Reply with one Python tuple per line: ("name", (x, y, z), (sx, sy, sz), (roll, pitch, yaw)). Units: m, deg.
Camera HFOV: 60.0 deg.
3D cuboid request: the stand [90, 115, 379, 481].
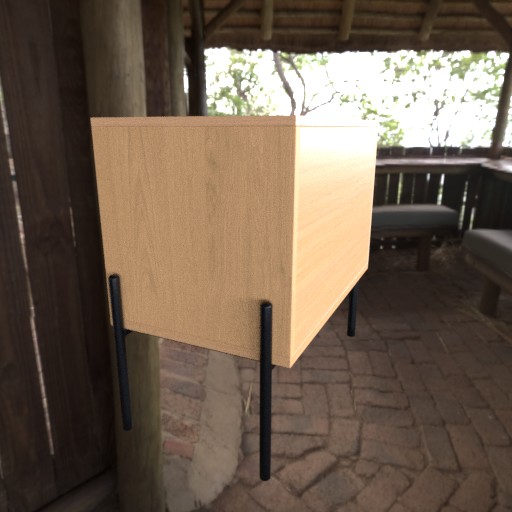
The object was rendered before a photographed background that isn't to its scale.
("stand", (0.000, 0.000, 1.019), (0.400, 0.600, 0.630), (8, 18, 24))
